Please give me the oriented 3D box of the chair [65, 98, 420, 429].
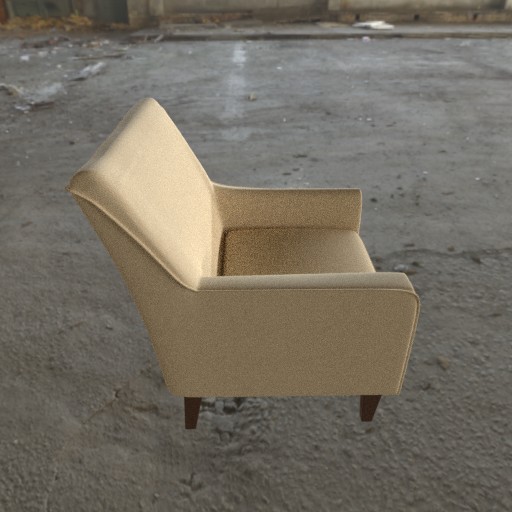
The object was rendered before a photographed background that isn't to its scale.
[{"bbox_3d":[0.000,0.000,1.567,0.899,0.919,0.780,-1,32,-1],"label":"chair"}]
